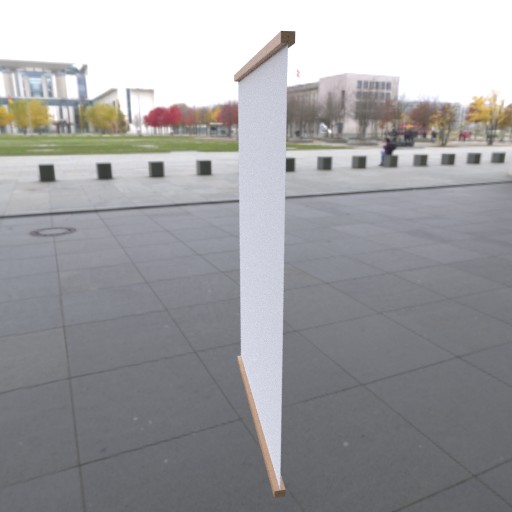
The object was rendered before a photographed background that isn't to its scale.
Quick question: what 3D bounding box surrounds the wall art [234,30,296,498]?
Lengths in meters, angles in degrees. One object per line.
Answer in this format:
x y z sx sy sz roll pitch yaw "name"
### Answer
0.000 0.000 0.746 0.016 0.611 0.401 -3 16 -10 "wall art"
